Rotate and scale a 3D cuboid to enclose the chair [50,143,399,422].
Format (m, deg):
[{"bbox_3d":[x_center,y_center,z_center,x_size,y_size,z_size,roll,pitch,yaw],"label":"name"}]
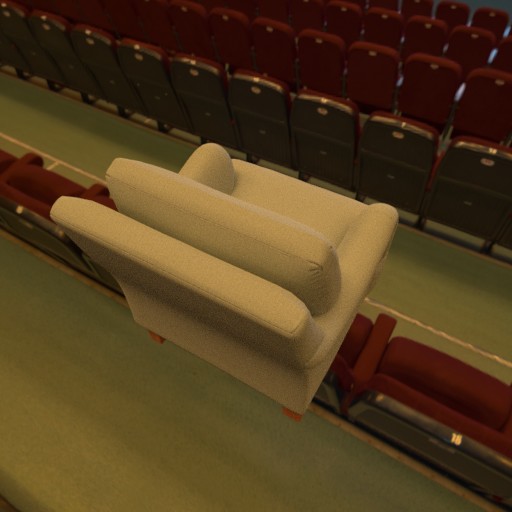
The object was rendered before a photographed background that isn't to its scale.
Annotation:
[{"bbox_3d":[0.000,0.000,1.860,0.955,1.038,1.070,24,52,20],"label":"chair"}]
